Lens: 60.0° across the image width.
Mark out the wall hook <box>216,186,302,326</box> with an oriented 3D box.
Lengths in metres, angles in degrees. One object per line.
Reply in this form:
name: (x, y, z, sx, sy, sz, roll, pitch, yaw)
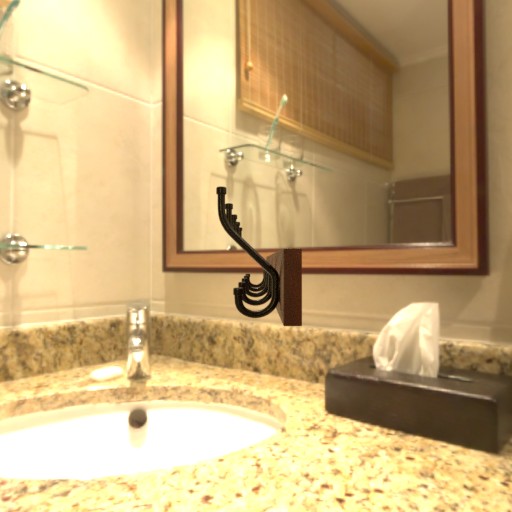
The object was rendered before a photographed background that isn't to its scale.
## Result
wall hook: (0.000, 0.000, 0.625, 0.071, 0.117, 0.571, 0, -1, 0)
